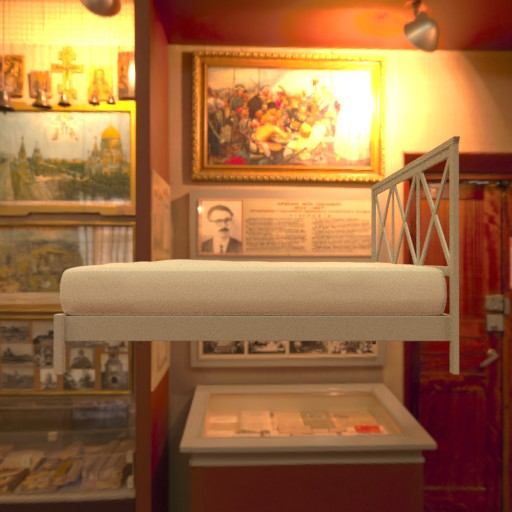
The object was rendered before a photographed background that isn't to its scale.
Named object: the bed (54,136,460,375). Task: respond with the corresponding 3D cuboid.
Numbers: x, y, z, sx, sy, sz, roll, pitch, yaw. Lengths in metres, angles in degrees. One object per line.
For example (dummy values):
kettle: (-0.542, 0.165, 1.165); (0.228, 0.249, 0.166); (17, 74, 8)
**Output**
bed: (0.000, 0.000, 3.152); (2.135, 1.253, 1.673); (0, 0, 0)
